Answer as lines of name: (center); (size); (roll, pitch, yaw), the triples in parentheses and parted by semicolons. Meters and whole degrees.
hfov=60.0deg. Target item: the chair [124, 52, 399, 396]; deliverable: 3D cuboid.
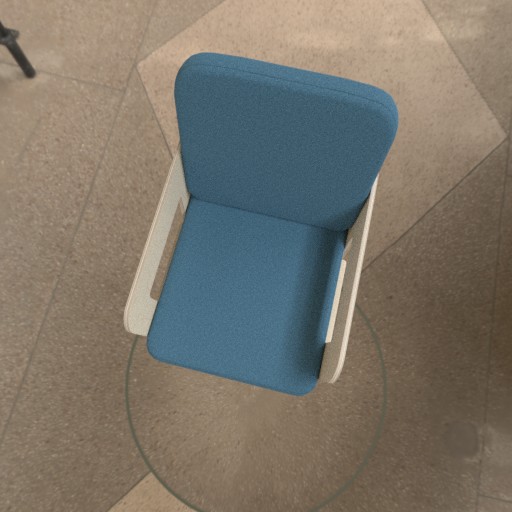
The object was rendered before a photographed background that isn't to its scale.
chair: (0.000, 0.000, 1.199); (0.547, 0.747, 0.657); (13, 75, 4)
